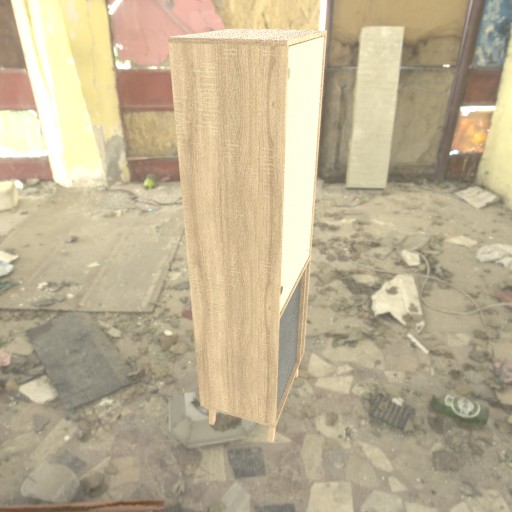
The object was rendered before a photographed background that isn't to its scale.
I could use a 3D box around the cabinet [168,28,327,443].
[{"bbox_3d":[0.000,0.000,2.058,0.400,1.850,0.570,10,31,17],"label":"cabinet"}]
